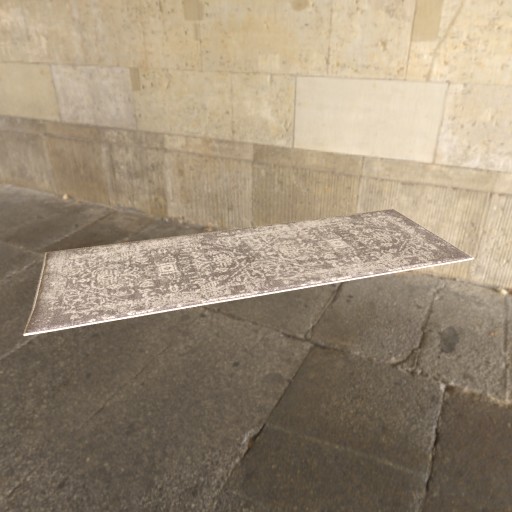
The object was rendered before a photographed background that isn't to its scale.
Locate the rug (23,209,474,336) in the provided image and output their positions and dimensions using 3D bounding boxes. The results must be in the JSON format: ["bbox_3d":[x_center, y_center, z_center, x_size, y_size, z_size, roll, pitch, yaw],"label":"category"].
[{"bbox_3d":[0.000,0.000,2.667,2.452,0.017,0.855,-8,28,-16],"label":"rug"}]
